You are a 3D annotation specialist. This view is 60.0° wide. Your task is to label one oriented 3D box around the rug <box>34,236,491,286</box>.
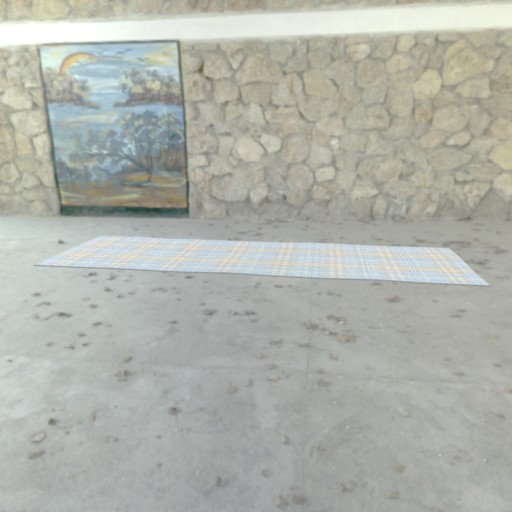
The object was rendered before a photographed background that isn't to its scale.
[{"bbox_3d":[0.000,0.000,2.709,2.439,0.013,0.762,2,15,8],"label":"rug"}]
